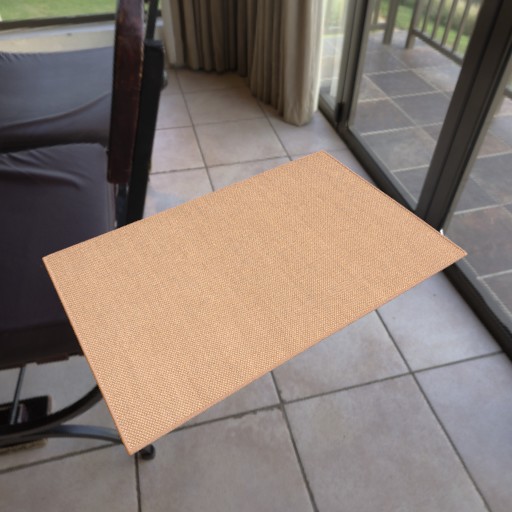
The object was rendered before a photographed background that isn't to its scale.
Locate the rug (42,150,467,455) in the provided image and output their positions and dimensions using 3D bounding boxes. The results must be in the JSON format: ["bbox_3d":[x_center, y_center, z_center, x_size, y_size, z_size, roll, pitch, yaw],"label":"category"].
[{"bbox_3d":[0.000,0.000,2.061,1.676,0.013,1.067,-25,51,-23],"label":"rug"}]
